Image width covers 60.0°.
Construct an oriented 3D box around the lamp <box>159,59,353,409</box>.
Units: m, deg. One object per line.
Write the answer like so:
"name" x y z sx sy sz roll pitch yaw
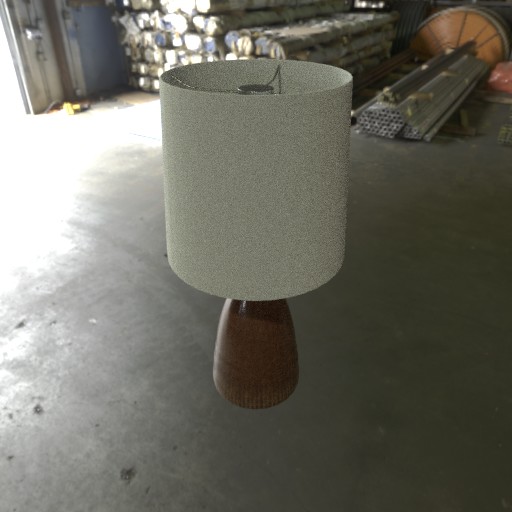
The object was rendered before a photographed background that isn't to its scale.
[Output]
"lamp" 0.000 0.000 0.479 0.186 0.369 0.186 0 32 0
